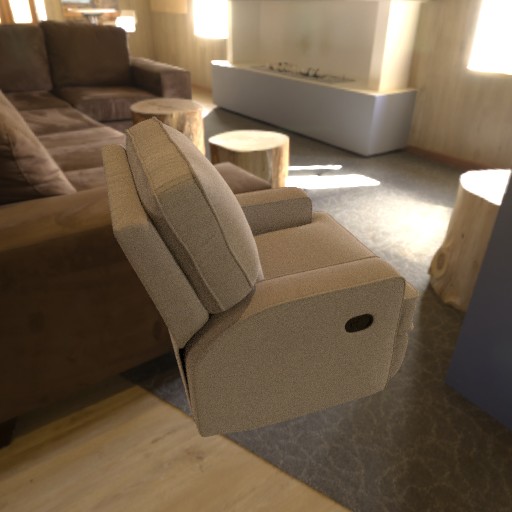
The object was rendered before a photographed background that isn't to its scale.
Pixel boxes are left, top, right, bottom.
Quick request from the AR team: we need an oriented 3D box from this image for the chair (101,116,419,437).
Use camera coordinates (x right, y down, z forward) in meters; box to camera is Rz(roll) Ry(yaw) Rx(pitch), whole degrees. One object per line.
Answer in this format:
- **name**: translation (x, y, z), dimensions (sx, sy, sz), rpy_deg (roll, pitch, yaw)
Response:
- **chair**: translation (0.000, 0.000, 1.666), dimensions (0.969, 0.964, 0.861), rpy_deg (-10, 31, -16)
